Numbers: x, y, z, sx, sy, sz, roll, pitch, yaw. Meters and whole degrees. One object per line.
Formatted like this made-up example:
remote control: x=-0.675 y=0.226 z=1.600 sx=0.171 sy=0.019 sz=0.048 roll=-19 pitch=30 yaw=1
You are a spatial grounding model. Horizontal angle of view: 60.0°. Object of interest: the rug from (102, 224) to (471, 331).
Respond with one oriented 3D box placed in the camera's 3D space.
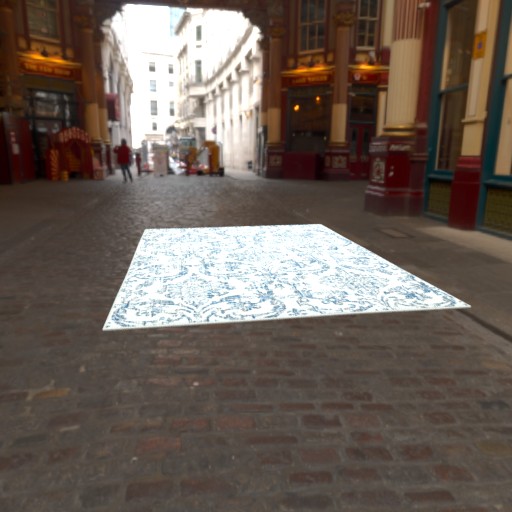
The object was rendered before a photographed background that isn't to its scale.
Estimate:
rug: x=0.000 y=0.000 z=2.906 sx=1.586 sy=0.014 sz=2.197 roll=-2 pitch=14 yaw=-9
